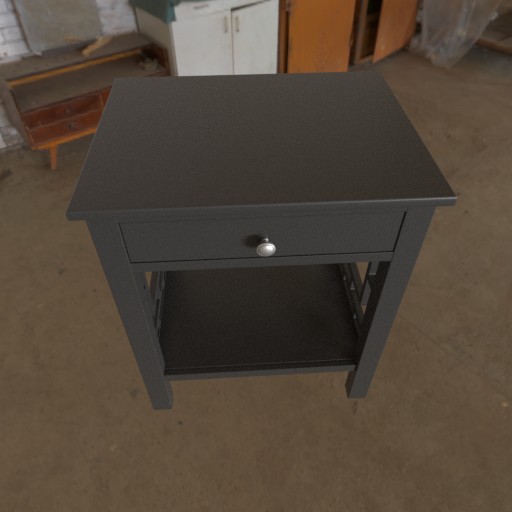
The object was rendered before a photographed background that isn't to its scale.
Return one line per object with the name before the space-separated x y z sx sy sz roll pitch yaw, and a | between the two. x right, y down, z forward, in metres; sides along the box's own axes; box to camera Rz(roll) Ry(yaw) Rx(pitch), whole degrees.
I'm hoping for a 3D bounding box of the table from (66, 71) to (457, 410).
table | 0.000 0.000 1.013 0.564 0.646 0.451 -3 46 -2
